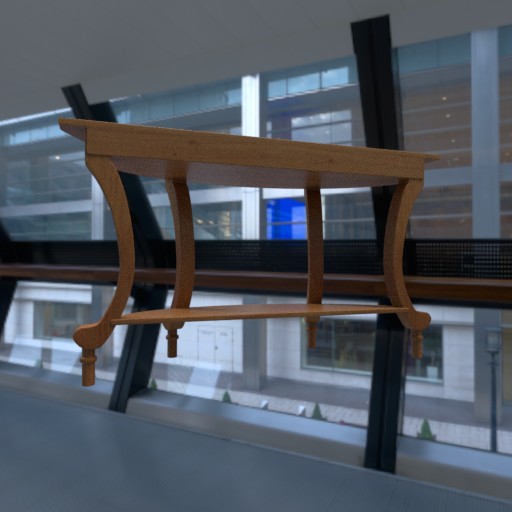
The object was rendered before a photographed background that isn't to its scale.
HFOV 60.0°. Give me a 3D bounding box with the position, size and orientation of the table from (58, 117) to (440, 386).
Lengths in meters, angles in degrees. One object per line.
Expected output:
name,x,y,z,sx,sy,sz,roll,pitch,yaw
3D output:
table,0.000,0.000,1.500,1.198,0.692,0.394,0,-1,-19
